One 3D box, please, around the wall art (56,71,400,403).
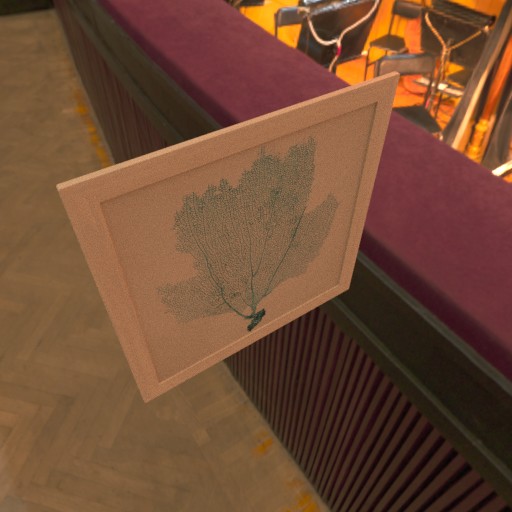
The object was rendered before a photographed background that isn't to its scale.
[{"bbox_3d":[0.000,0.000,0.865,0.584,0.584,0.013,-25,52,-22],"label":"wall art"}]
